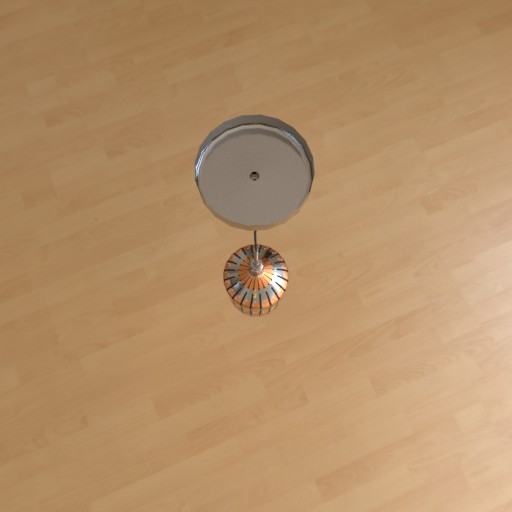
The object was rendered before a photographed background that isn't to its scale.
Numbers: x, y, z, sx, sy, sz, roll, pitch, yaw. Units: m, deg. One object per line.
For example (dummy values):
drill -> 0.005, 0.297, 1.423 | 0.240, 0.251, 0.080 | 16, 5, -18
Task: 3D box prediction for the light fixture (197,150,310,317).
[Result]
light fixture -> 0.000, 0.000, 1.660 | 0.303, 1.535, 0.303 | 0, 76, 0
